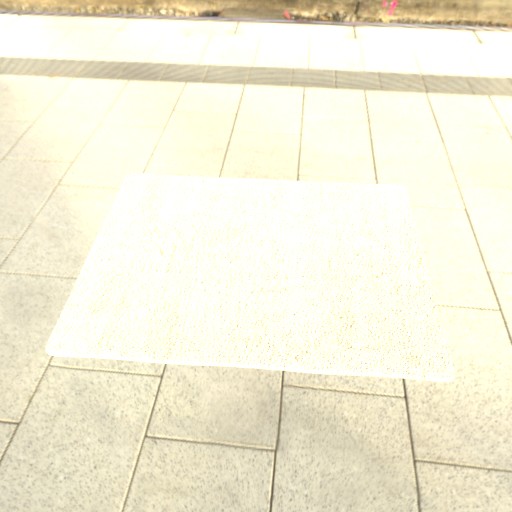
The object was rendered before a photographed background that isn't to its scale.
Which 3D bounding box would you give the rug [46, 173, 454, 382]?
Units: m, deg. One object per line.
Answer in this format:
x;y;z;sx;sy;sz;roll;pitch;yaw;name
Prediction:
0.000;0.000;2.125;1.600;0.027;1.200;3;46;3;rug
